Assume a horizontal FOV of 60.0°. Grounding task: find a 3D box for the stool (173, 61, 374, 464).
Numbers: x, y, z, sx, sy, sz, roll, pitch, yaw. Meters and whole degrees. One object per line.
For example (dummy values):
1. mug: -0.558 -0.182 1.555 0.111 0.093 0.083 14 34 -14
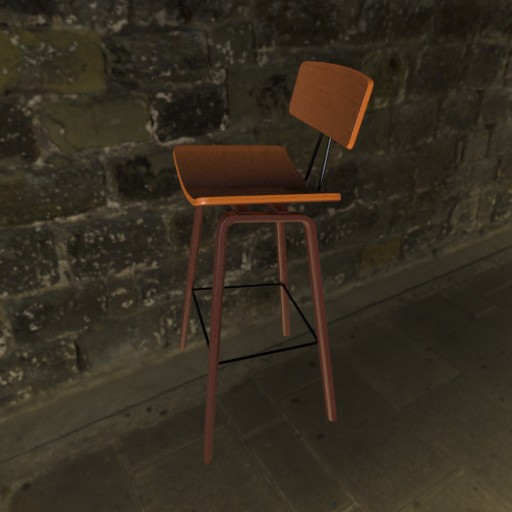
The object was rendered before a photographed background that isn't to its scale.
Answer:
1. stool: 0.000 0.000 1.241 0.440 0.969 0.509 -8 31 -14
